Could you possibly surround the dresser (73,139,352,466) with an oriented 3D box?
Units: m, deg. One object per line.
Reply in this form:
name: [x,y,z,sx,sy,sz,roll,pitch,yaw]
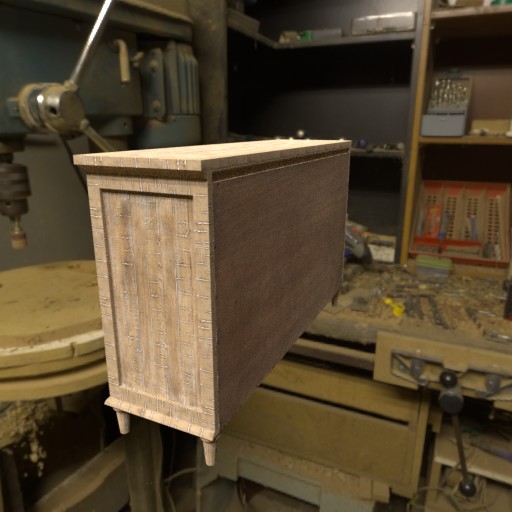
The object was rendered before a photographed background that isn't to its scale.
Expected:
dresser: [0.000,0.000,2.101,0.457,1.016,1.626,8,18,24]
